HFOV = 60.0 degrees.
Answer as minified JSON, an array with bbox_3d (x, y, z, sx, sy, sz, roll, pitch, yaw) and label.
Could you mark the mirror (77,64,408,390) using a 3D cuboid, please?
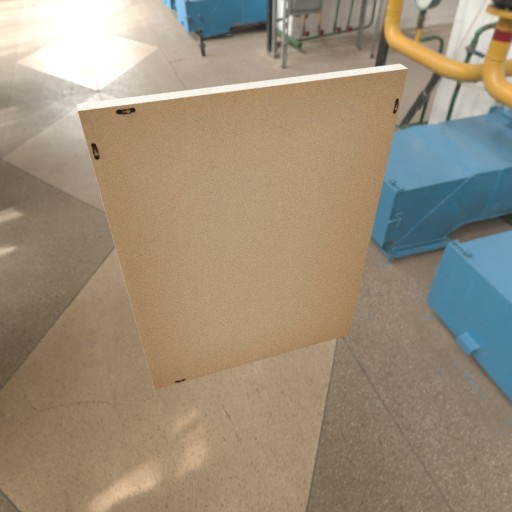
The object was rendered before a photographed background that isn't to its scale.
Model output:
[{"bbox_3d":[0.000,0.000,1.323,0.762,1.016,0.041,-13,43,-14],"label":"mirror"}]
